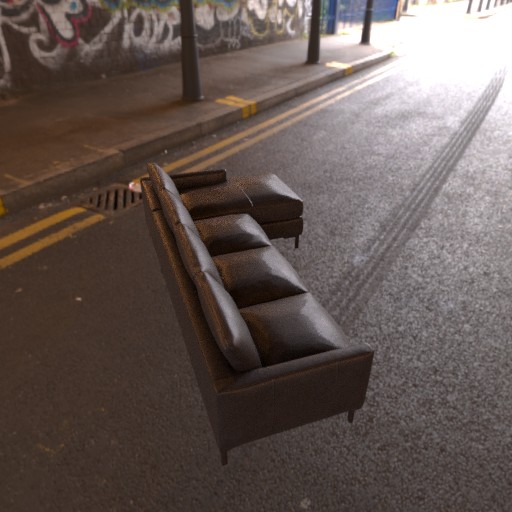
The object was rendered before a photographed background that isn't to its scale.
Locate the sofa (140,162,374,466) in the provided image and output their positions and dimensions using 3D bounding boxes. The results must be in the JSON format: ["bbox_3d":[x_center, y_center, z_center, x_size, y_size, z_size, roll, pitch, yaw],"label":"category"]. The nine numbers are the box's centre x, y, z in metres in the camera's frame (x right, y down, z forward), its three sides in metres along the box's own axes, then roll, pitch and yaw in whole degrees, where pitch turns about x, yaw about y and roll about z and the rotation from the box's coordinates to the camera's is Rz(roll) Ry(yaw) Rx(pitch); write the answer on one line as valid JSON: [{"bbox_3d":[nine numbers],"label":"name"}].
[{"bbox_3d":[0.000,0.000,3.650,1.471,0.859,2.993,-11,33,-17],"label":"sofa"}]
